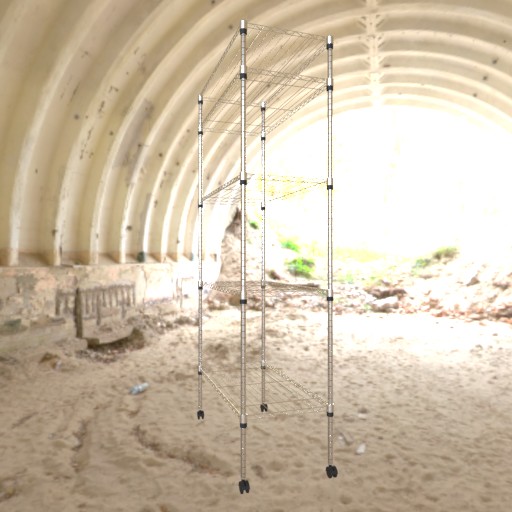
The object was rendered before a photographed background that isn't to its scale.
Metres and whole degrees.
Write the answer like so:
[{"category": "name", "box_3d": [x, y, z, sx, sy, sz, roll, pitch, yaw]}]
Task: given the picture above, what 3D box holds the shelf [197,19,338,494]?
[{"category": "shelf", "box_3d": [0.000, 0.000, 1.879, 0.356, 1.587, 0.762, 0, 0, -19]}]
